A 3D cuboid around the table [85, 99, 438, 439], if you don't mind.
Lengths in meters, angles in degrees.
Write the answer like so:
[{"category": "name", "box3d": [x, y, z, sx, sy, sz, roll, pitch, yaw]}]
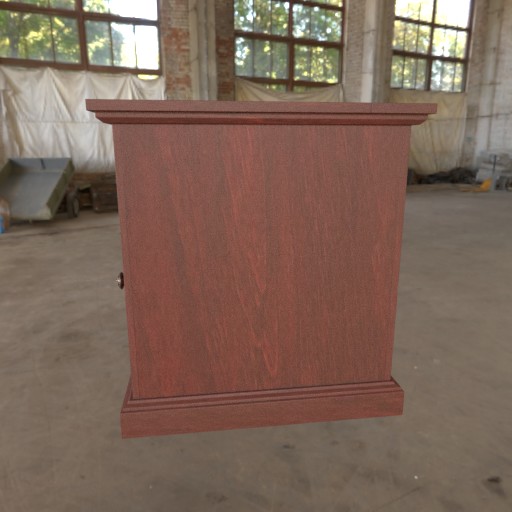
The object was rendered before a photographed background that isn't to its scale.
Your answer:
[{"category": "table", "box3d": [0.000, 0.000, 0.972, 0.584, 0.612, 0.356, -2, 14, -8]}]
